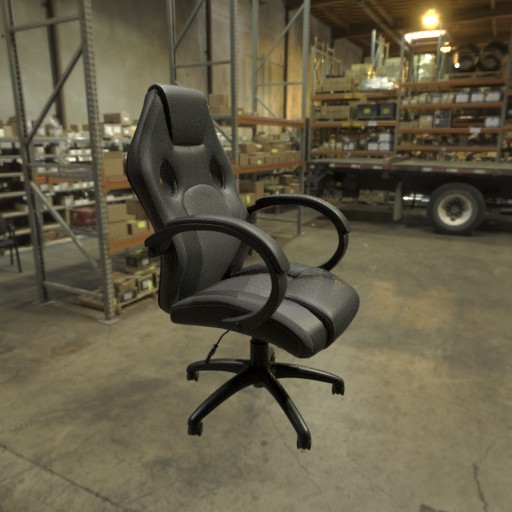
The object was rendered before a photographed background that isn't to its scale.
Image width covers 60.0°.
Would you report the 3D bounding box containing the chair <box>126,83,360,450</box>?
[{"bbox_3d":[0.000,0.000,1.605,0.724,1.187,0.673,8,17,27],"label":"chair"}]
